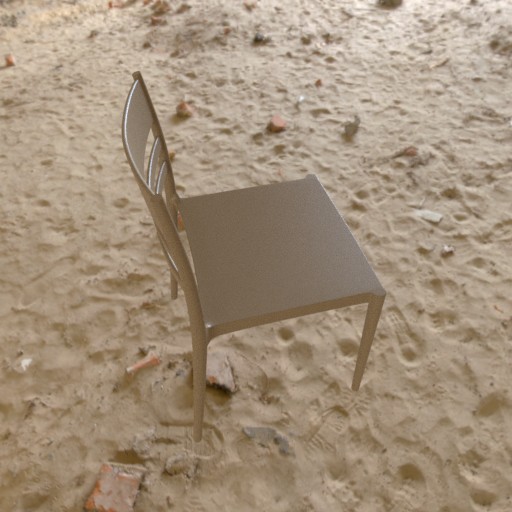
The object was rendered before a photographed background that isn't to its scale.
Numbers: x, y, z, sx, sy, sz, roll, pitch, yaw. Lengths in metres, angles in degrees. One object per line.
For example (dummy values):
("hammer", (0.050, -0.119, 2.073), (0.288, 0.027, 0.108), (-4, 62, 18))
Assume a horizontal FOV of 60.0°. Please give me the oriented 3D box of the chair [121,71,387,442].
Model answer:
("chair", (0.000, 0.000, 1.130), (0.511, 0.800, 0.531), (-10, 46, -10))
